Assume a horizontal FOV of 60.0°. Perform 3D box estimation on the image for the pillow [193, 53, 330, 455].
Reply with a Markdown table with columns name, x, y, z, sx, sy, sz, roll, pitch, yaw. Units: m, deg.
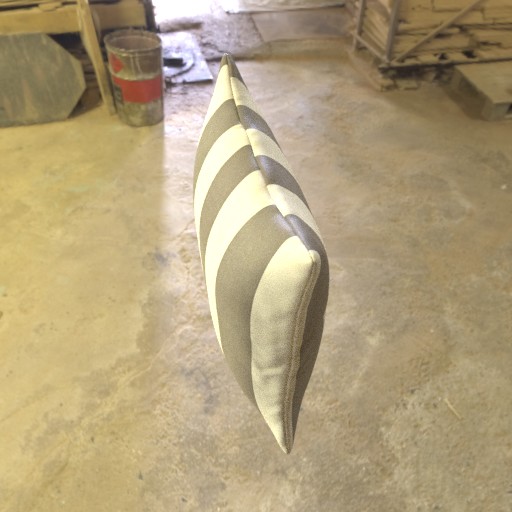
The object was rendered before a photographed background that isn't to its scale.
| name | x | y | z | sx | sy | sz | roll | pitch | yaw |
| --- | --- | --- | --- | --- | --- | --- | --- | --- | --- |
| pillow | 0.000 | 0.000 | 0.789 | 0.192 | 0.507 | 0.522 | -9 | 47 | -9 |
